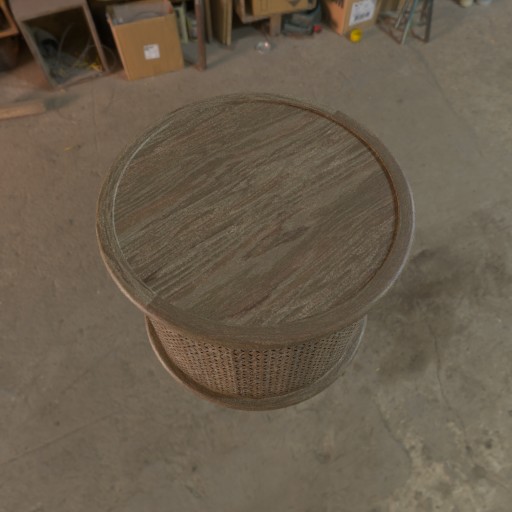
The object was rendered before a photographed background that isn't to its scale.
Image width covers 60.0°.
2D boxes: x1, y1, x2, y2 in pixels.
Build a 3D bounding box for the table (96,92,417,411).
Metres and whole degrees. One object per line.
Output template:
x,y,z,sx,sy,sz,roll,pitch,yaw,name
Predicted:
0.000,0.000,1.035,0.607,0.450,0.607,0,58,0,table
